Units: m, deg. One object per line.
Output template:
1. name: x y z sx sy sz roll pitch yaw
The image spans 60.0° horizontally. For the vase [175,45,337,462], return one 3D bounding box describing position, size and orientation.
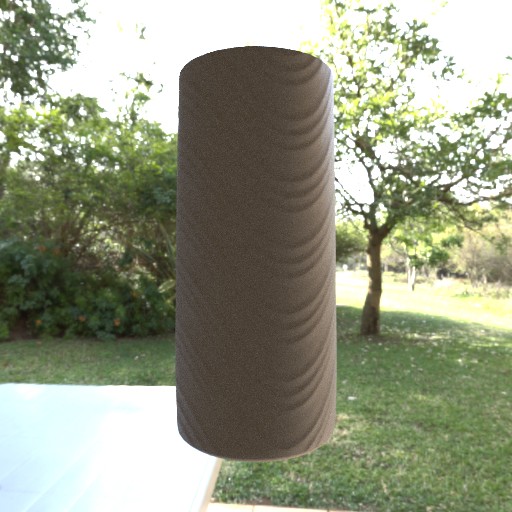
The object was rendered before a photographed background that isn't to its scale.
1. vase: 0.000 0.000 0.399 0.143 0.316 0.143 0 0 0
